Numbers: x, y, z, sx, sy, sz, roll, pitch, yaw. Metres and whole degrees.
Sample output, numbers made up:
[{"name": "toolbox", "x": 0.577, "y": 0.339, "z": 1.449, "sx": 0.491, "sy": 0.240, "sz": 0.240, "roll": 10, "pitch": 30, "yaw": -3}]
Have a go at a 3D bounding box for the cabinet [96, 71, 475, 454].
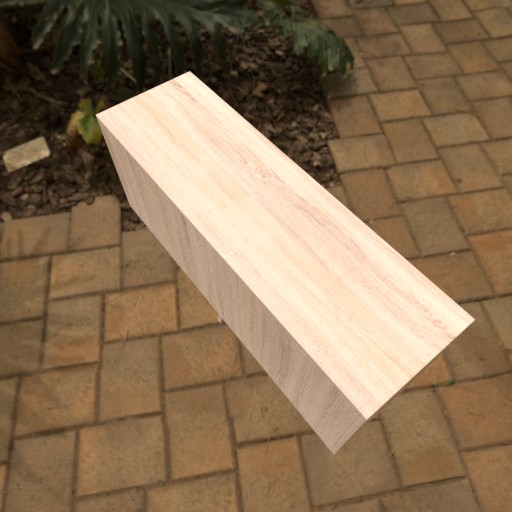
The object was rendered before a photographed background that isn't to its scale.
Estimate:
[{"name": "cabinet", "x": 0.000, "y": 0.000, "z": 2.023, "sx": 0.500, "sy": 0.780, "sz": 1.650, "roll": -34, "pitch": 64, "yaw": -19}]
